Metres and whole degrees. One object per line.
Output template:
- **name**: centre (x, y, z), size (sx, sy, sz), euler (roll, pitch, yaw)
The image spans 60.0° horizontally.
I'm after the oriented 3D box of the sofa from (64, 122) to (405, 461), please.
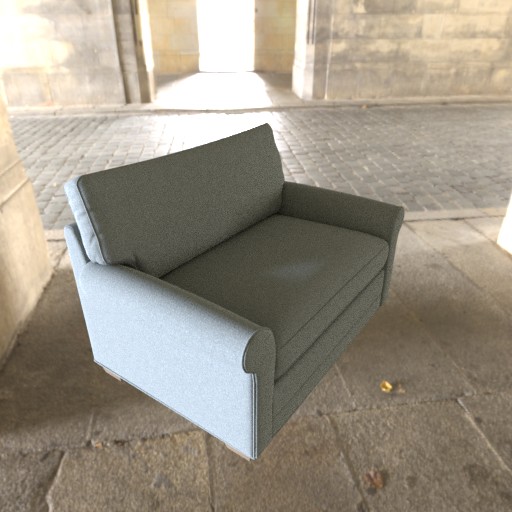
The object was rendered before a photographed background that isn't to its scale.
- **sofa**: centre (0.000, 0.000, 2.065), size (0.940, 0.953, 1.410), euler (18, 33, 31)
